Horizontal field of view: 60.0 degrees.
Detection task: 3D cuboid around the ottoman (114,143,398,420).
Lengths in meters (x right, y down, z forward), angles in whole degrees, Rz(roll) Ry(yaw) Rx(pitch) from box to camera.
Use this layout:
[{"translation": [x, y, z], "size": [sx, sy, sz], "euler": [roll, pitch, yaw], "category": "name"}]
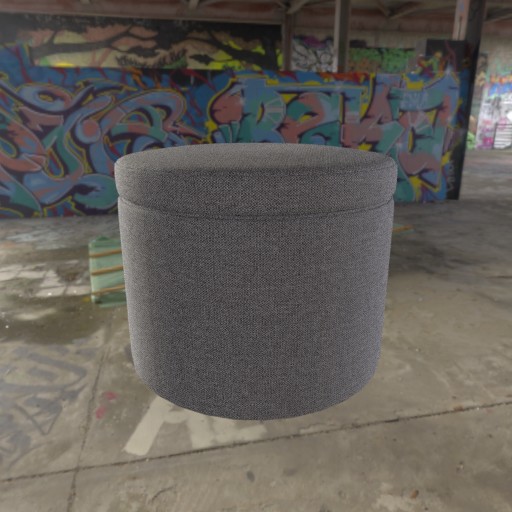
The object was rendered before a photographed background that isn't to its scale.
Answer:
[{"translation": [0.000, 0.000, 0.869], "size": [0.500, 0.419, 0.500], "euler": [0, 17, 0], "category": "ottoman"}]
